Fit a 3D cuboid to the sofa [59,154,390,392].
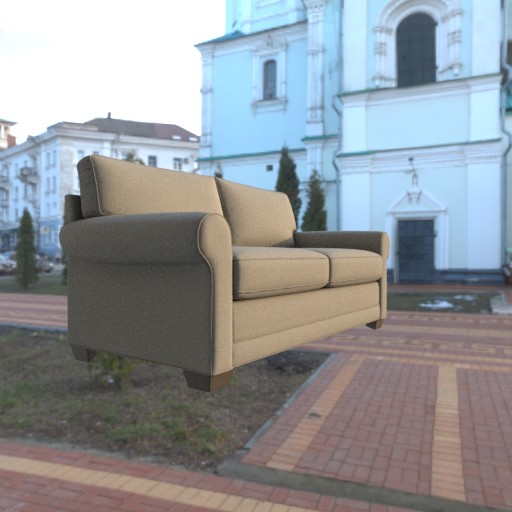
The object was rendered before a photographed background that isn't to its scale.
[{"bbox_3d":[0.000,0.000,2.483,0.940,0.952,1.930,0,0,36],"label":"sofa"}]
